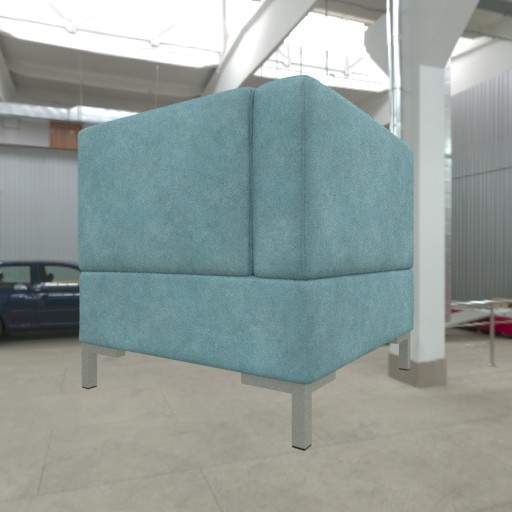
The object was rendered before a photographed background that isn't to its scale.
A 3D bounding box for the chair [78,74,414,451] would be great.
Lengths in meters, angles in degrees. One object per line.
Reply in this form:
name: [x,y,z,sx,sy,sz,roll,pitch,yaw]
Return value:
chair: [0.000,0.000,1.208,0.684,0.660,0.691,0,1,34]
